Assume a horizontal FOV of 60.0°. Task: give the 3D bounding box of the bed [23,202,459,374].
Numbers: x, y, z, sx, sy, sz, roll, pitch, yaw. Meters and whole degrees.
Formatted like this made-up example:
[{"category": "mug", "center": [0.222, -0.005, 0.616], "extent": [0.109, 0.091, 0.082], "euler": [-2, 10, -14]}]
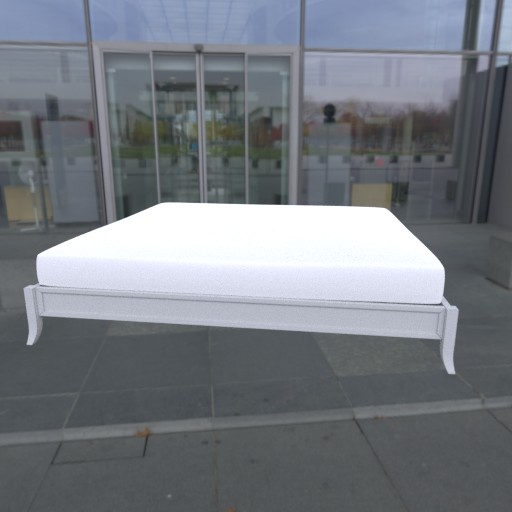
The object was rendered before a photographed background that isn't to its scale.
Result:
[{"category": "bed", "center": [0.000, 0.000, 3.042], "extent": [2.108, 0.510, 2.007], "euler": [2, 15, 8]}]
